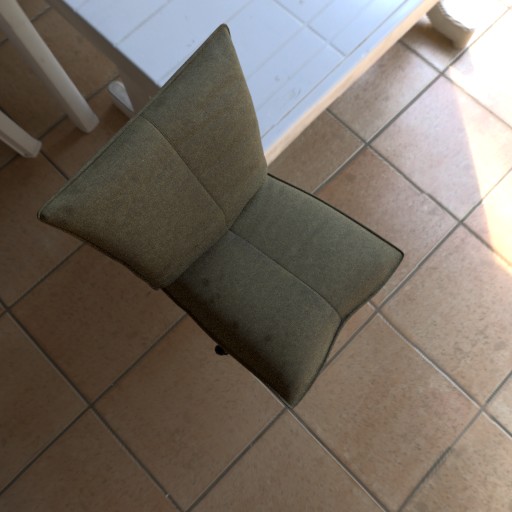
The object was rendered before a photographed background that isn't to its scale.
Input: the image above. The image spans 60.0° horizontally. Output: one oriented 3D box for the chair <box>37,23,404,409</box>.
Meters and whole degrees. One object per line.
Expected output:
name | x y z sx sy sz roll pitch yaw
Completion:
chair | 0.000 0.000 1.274 0.696 0.811 0.597 38 78 9
